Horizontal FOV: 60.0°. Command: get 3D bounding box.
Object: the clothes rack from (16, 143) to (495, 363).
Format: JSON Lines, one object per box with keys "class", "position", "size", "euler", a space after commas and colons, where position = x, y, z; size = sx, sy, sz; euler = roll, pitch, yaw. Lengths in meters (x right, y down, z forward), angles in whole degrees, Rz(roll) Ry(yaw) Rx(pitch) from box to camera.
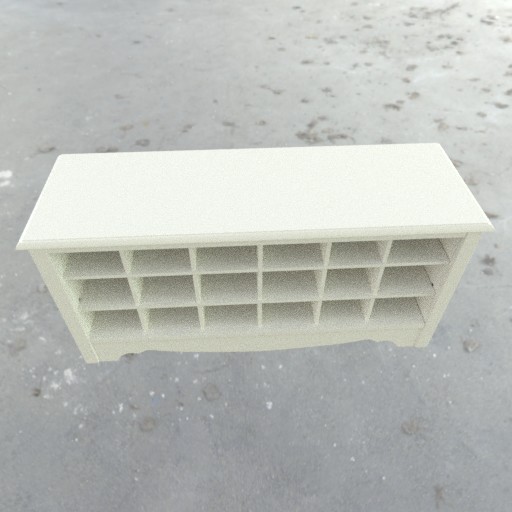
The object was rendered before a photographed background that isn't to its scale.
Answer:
{"class": "clothes rack", "position": [0.000, 0.000, 1.452], "size": [1.218, 0.558, 0.405], "euler": [-2, 45, -2]}
